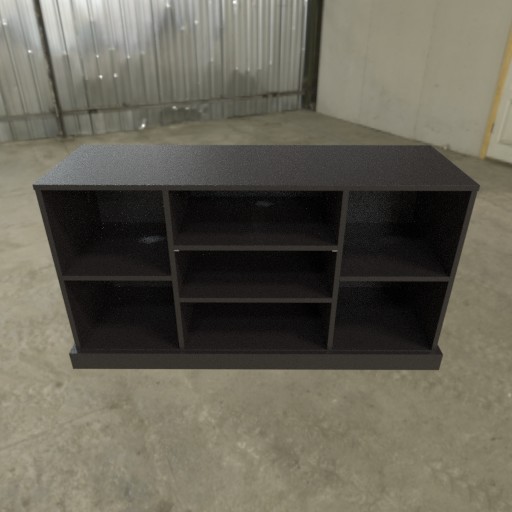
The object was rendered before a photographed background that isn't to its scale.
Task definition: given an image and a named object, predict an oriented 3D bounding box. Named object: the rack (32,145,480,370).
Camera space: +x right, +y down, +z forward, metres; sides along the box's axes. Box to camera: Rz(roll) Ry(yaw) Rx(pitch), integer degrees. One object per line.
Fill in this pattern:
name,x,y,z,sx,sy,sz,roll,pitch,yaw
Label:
rack,0.000,0.000,1.478,1.206,0.635,0.399,0,30,0
